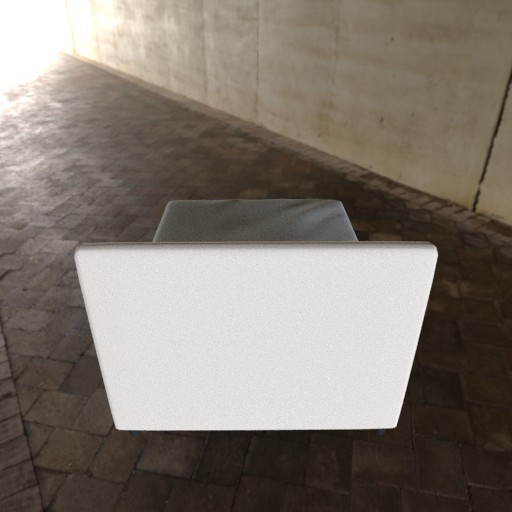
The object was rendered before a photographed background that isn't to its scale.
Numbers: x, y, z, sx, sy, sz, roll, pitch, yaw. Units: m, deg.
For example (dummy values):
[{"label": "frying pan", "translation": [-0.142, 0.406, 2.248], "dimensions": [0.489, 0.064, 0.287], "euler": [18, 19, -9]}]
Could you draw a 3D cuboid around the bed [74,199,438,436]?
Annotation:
[{"label": "bed", "translation": [0.000, 0.000, 3.247], "dimensions": [1.748, 1.330, 2.142], "euler": [0, 31, 0]}]
